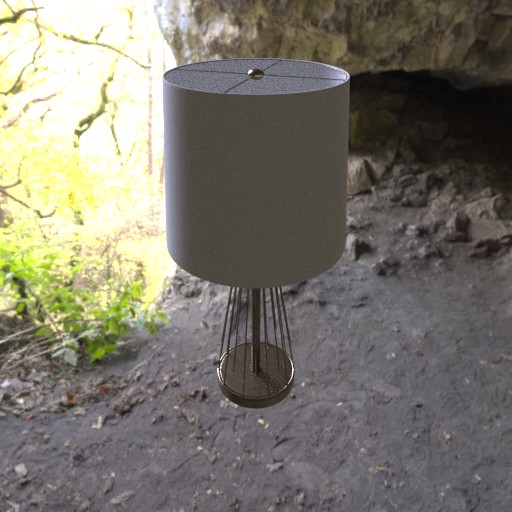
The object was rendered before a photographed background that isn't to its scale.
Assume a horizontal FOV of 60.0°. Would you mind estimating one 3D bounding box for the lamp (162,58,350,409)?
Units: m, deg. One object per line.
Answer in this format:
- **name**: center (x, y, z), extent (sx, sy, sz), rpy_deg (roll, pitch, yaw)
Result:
- **lamp**: center (0.000, 0.000, 0.782), extent (0.303, 0.618, 0.303), rpy_deg (0, 33, 0)
